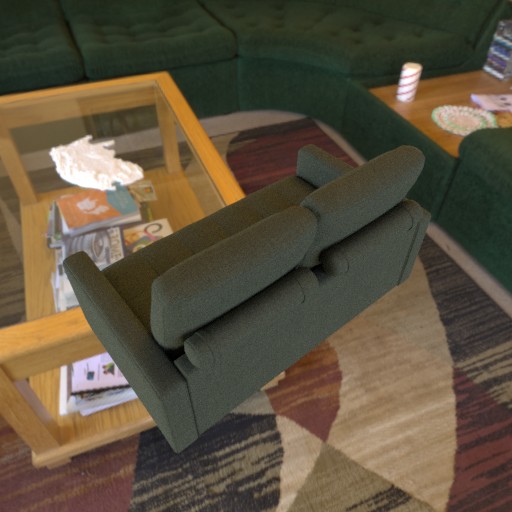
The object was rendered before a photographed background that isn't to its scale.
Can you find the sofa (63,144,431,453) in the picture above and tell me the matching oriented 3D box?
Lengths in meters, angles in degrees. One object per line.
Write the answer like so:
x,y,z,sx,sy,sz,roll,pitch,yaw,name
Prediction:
0.000,0.000,1.958,1.407,0.907,0.842,-30,52,-27,sofa
